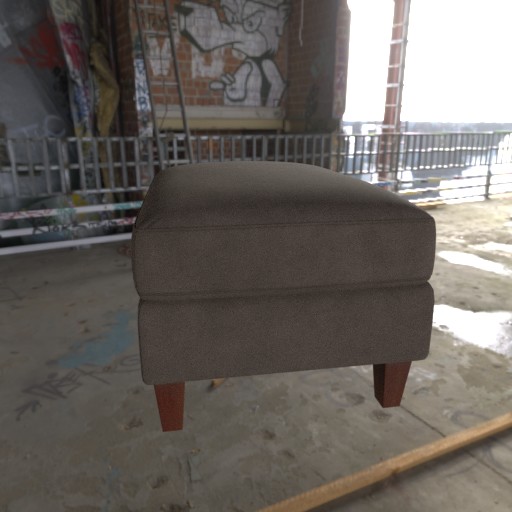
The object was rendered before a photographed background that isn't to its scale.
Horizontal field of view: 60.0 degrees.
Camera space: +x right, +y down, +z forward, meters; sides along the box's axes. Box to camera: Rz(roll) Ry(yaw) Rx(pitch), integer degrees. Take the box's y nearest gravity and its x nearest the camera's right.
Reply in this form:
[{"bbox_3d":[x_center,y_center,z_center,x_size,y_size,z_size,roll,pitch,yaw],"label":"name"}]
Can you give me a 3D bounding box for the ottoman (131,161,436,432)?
[{"bbox_3d":[0.000,0.000,1.222,0.584,0.483,0.864,-3,17,-9],"label":"ottoman"}]
